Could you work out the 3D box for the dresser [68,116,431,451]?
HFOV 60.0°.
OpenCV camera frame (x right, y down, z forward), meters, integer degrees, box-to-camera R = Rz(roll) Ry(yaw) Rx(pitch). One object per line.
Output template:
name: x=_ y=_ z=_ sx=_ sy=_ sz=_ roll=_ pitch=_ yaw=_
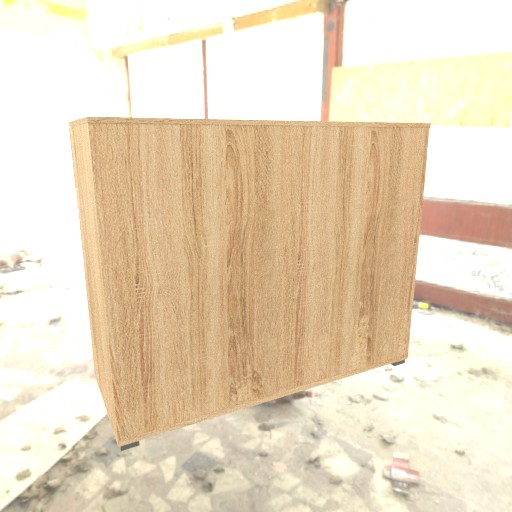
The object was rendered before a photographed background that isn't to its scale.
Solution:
dresser: x=0.000 y=0.000 z=1.560 sx=1.100 sy=0.900 sz=0.450 roll=-8 pitch=17 yaw=-27
